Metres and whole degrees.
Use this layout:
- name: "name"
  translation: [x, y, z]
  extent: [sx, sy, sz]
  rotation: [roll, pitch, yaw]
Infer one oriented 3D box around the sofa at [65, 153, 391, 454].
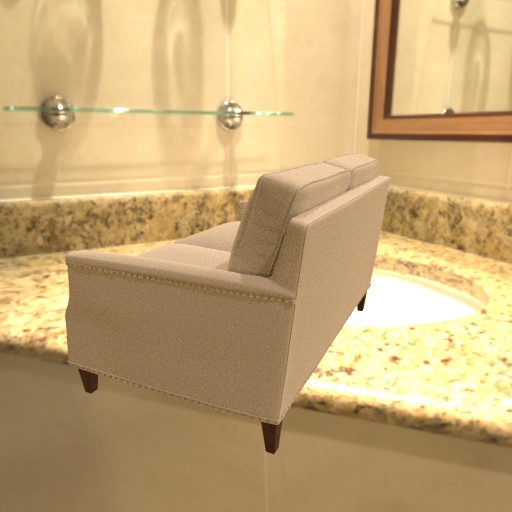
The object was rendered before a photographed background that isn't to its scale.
- name: "sofa"
  translation: [0.000, 0.000, 2.286]
  extent: [1.084, 1.003, 1.597]
  rotation: [8, 18, 24]
